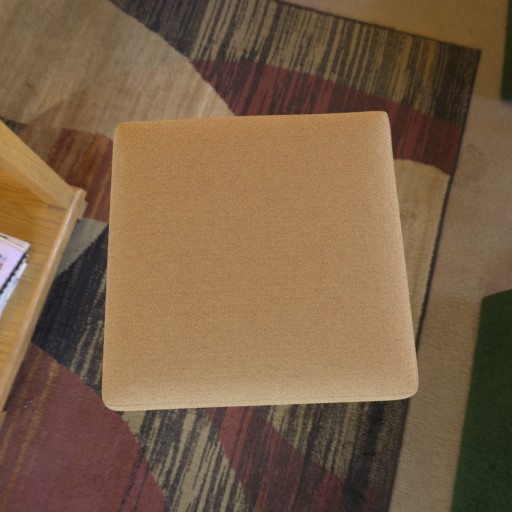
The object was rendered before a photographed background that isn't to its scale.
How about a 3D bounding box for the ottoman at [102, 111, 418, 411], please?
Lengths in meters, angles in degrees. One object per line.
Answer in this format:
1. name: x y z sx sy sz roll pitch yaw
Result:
1. ottoman: 0.000 0.000 1.637 1.041 0.470 1.041 -2 76 0
